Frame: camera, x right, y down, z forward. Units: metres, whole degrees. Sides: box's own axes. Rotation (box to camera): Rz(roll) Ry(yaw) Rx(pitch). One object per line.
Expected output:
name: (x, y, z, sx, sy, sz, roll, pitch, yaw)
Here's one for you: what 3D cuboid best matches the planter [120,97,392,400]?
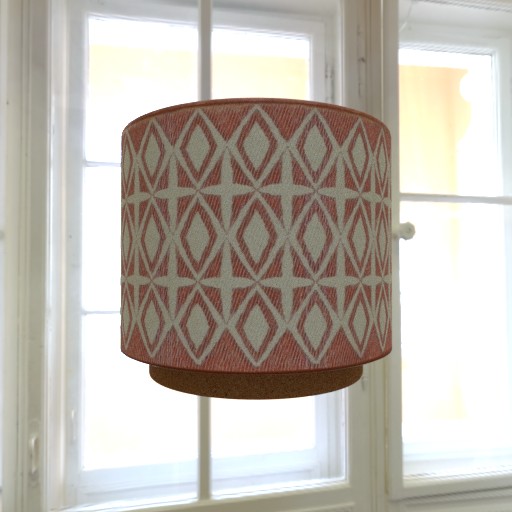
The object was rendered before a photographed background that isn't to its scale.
planter: (0.000, 0.000, 0.467, 0.273, 0.237, 0.273, 0, -1, 0)
